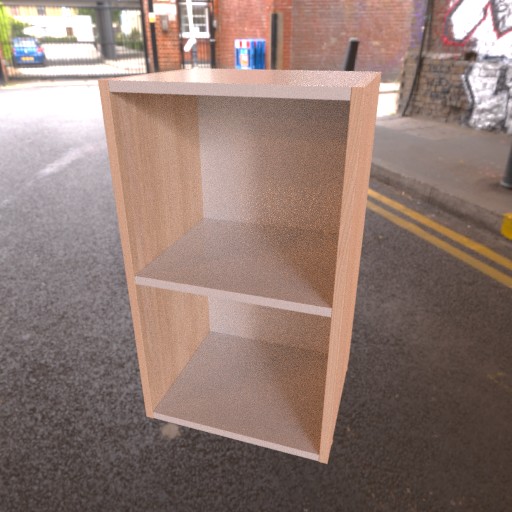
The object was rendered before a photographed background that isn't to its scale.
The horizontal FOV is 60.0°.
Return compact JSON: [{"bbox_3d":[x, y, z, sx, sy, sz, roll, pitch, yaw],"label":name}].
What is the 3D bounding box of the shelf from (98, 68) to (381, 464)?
[{"bbox_3d":[0.000,0.000,0.793,0.350,0.600,0.290,8,27,16],"label":"shelf"}]
